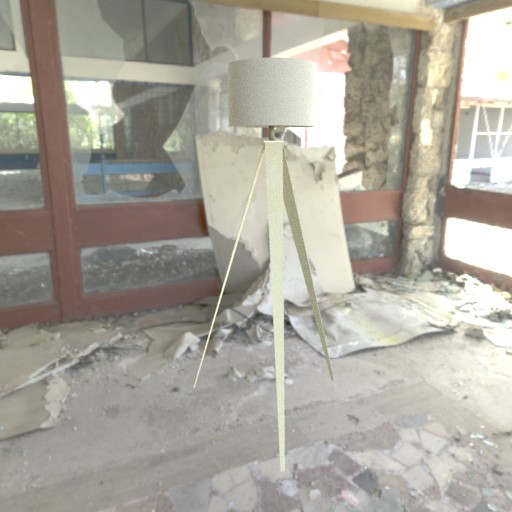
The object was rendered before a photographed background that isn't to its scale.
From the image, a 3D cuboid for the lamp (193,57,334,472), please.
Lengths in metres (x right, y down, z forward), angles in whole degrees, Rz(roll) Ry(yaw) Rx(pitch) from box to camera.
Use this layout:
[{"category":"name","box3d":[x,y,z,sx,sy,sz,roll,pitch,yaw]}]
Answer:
[{"category":"lamp","box3d":[0.000,0.000,1.893,0.716,1.524,0.724,3,15,10]}]
